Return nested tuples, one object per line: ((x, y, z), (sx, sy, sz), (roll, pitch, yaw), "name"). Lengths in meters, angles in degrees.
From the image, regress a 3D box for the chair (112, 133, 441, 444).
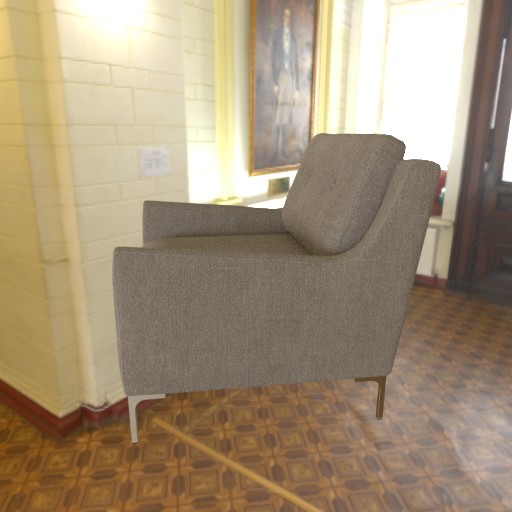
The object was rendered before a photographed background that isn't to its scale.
((0.000, 0.000, 1.550), (0.849, 0.828, 0.847), (-2, 16, -8), "chair")
